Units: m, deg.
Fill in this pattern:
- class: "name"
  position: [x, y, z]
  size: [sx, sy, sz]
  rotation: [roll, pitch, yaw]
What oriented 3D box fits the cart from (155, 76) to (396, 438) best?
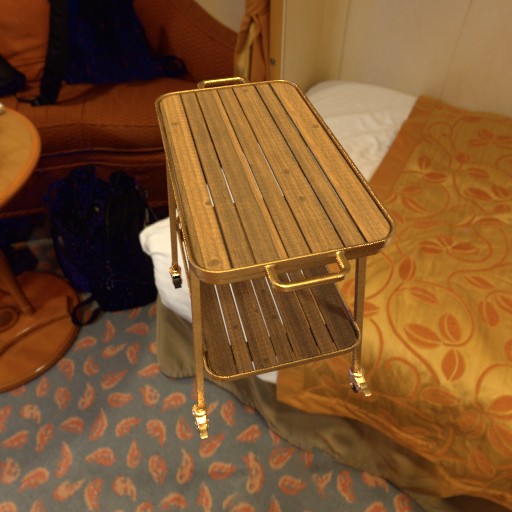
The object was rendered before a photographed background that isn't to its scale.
- class: "cart"
  position: [0.000, 0.000, 1.282]
  size: [0.524, 0.700, 0.806]
  rotation: [-11, 47, -10]
